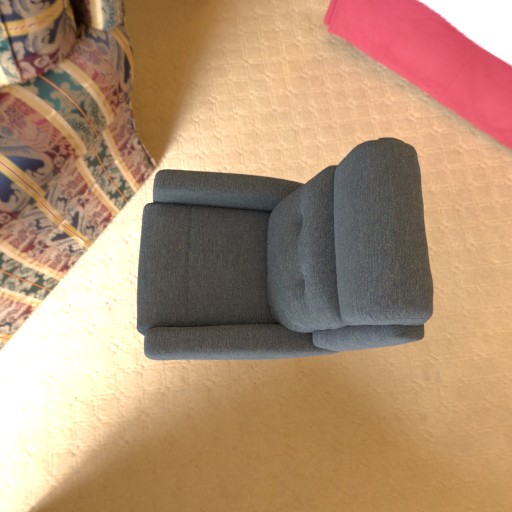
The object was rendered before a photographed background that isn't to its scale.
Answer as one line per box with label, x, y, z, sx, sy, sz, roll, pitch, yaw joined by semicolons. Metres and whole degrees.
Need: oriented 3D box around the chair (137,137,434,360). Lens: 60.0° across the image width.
chair;0.000;0.000;1.763;1.043;1.013;0.798;0;76;0
